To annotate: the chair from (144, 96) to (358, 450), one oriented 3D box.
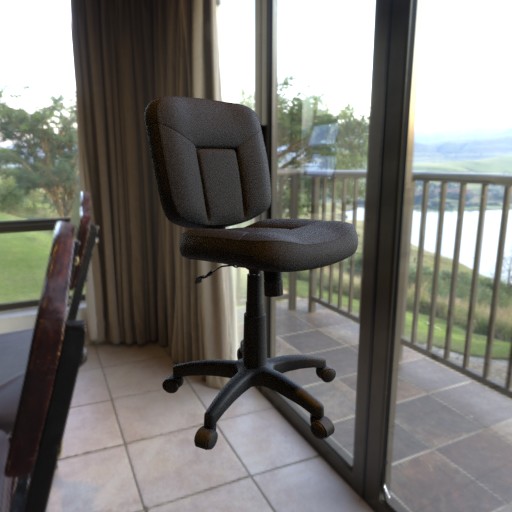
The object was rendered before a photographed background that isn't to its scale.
[{"bbox_3d":[0.000,0.000,1.365,0.610,0.972,0.610,-12,17,-43],"label":"chair"}]
